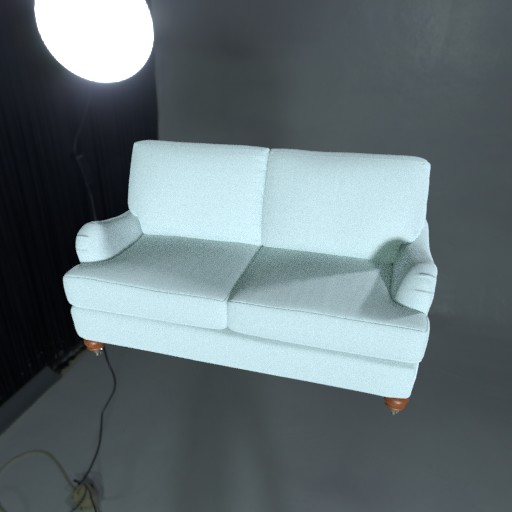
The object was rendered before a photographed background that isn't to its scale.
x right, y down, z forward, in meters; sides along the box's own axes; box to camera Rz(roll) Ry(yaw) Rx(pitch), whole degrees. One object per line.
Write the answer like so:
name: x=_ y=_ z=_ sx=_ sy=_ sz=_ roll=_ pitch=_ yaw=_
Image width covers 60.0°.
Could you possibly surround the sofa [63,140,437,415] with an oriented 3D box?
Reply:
sofa: x=0.000 y=0.000 z=2.503 sx=1.853 sy=1.101 sz=1.084 roll=7 pitch=27 yaw=14
